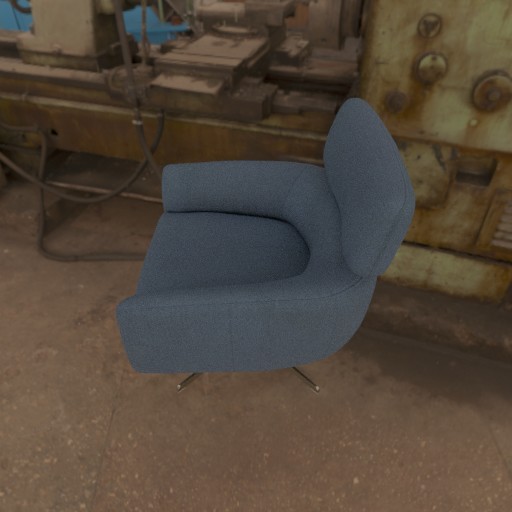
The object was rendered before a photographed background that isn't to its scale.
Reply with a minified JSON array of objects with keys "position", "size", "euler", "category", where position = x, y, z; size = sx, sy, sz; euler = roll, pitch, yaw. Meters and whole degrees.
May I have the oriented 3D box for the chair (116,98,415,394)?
[{"position":[0.000,0.000,1.416],"size":[0.761,0.813,0.738],"euler":[0,40,0],"category":"chair"}]
